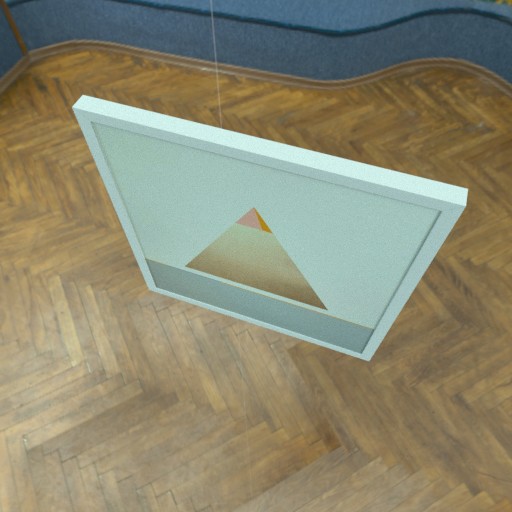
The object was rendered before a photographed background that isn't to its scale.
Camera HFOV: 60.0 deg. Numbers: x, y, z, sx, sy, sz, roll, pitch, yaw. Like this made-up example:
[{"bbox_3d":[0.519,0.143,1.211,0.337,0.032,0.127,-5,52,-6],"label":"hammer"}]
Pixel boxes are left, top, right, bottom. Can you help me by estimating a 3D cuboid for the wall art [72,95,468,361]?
[{"bbox_3d":[0.000,0.000,1.150,0.768,0.765,0.041,16,59,10],"label":"wall art"}]
